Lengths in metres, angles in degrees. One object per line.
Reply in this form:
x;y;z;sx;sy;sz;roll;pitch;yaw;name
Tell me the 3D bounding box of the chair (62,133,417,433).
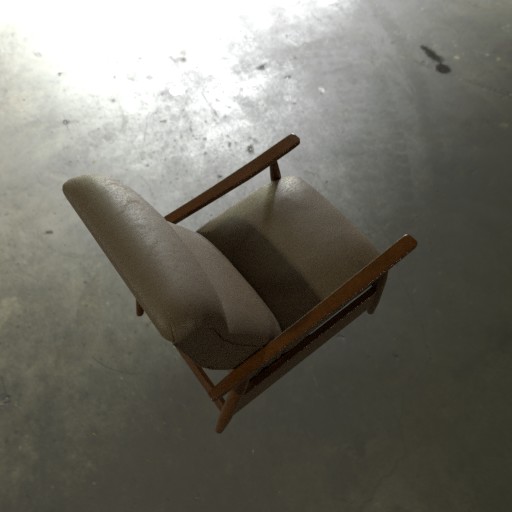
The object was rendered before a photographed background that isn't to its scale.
0.000;0.000;1.786;1.014;1.082;0.762;-33;64;-18;chair
